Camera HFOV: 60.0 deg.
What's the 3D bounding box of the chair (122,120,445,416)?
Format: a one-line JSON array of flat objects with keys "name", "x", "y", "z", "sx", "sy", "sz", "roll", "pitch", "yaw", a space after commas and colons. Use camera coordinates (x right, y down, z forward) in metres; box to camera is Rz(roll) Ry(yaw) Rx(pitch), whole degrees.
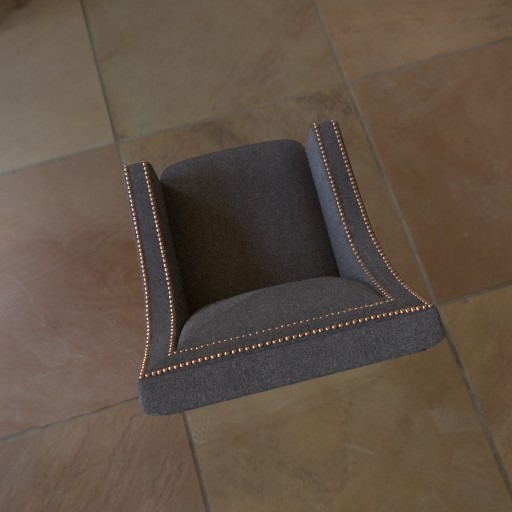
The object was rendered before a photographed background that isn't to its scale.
[{"name": "chair", "x": 0.000, "y": 0.000, "z": 1.620, "sx": 0.776, "sy": 0.967, "sz": 0.884, "roll": -13, "pitch": 76, "yaw": -3}]
